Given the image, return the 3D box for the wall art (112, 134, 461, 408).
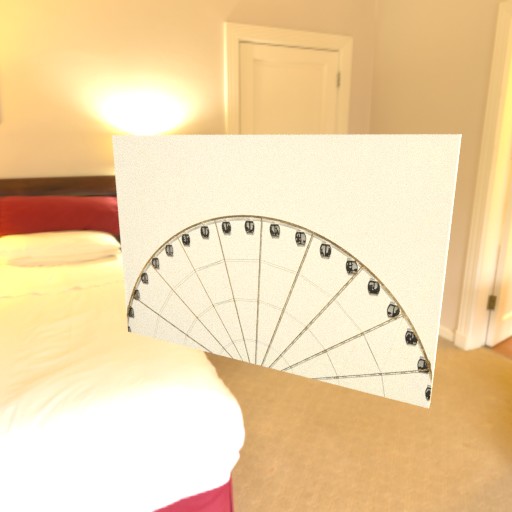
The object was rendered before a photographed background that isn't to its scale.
[{"bbox_3d":[0.000,0.000,1.451,1.144,0.767,0.038,8,17,26],"label":"wall art"}]
